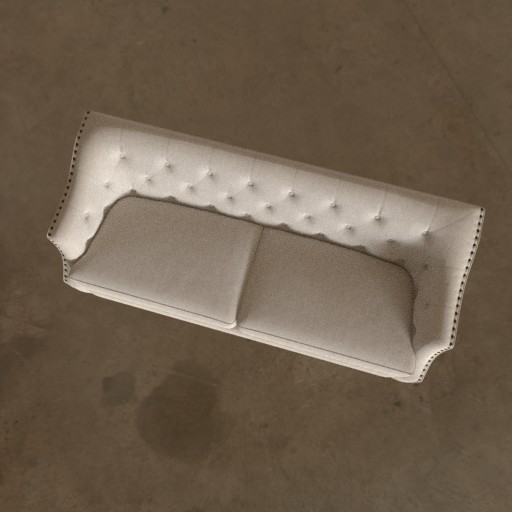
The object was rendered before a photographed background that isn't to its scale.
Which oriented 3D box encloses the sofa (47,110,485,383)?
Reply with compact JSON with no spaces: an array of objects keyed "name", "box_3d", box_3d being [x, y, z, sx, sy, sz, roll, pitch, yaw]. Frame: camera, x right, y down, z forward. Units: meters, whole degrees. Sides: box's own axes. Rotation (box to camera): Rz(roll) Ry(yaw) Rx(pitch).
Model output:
[{"name":"sofa","box_3d":[0.000,0.000,2.643,2.235,0.901,0.914,15,73,5]}]
